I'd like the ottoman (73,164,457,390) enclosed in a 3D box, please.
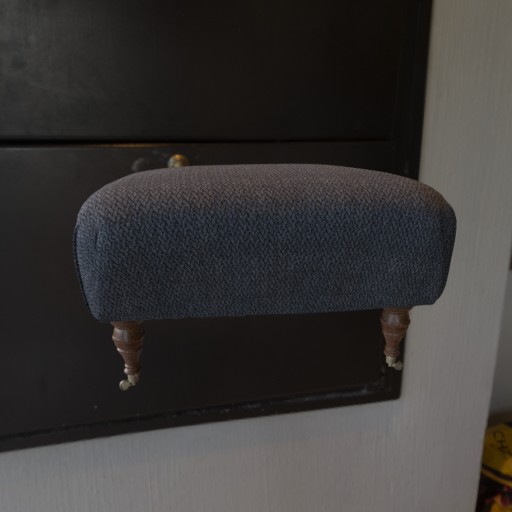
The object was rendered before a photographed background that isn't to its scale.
[{"bbox_3d":[0.000,0.000,1.113,0.747,0.450,0.622,-2,14,-8],"label":"ottoman"}]
